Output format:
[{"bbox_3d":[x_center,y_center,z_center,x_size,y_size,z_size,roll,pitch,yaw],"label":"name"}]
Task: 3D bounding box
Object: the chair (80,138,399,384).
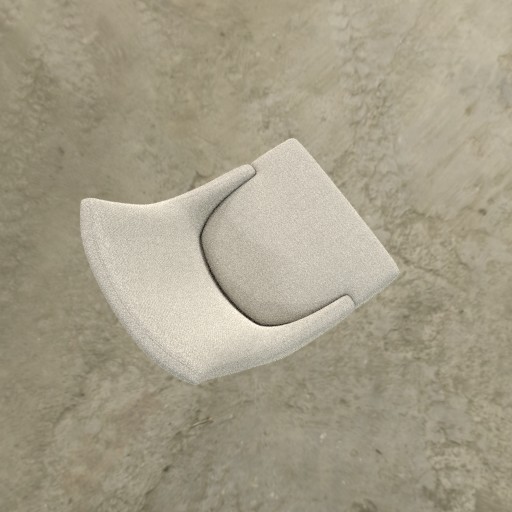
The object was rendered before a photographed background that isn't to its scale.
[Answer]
[{"bbox_3d":[0.000,0.000,1.555,0.861,0.909,0.701,-33,77,-9],"label":"chair"}]
